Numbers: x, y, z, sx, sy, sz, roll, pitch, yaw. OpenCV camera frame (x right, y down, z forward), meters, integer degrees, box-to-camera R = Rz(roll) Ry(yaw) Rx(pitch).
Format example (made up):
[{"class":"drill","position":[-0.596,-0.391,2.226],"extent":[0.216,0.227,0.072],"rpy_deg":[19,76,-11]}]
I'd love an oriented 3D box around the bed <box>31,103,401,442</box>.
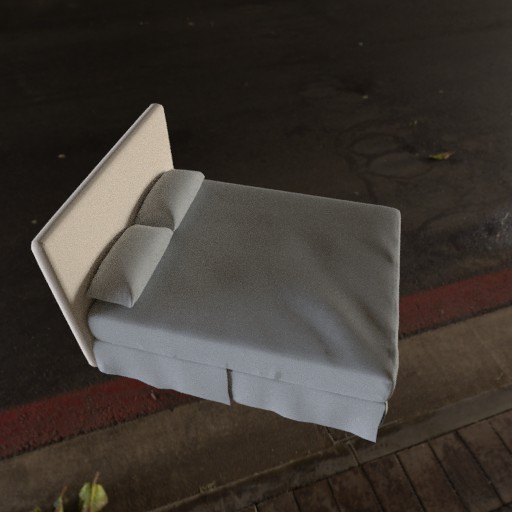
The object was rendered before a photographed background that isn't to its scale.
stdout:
[{"class":"bed","position":[0.000,0.000,3.225],"extent":[2.142,1.330,1.748],"rpy_deg":[10,46,10]}]
